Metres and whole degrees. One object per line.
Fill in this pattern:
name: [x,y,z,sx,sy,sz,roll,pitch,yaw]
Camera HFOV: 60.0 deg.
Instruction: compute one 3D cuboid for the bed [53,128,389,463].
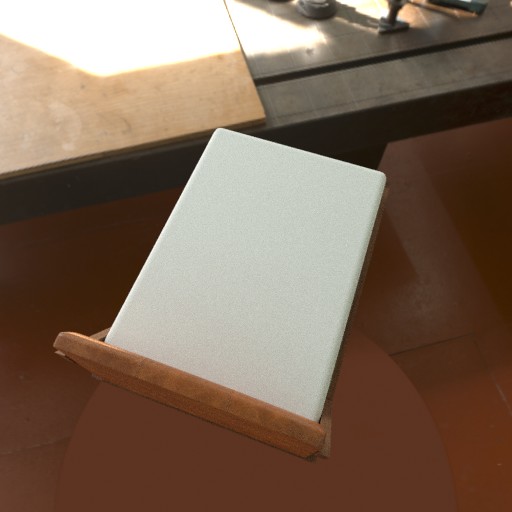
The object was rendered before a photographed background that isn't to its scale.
bed: [0.000,0.000,3.249,1.651,1.168,2.311,18,64,9]
